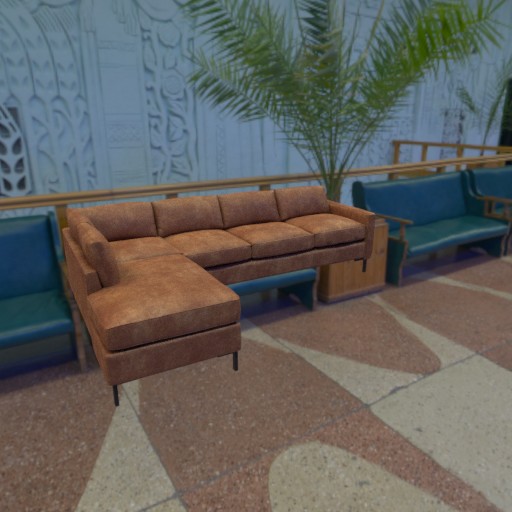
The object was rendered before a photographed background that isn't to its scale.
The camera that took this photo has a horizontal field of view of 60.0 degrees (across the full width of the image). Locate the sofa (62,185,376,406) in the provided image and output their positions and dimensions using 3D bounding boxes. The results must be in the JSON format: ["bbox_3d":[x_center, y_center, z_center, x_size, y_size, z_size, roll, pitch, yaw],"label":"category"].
[{"bbox_3d":[0.000,0.000,3.918,2.984,0.877,1.938,-10,20,-28],"label":"sofa"}]
